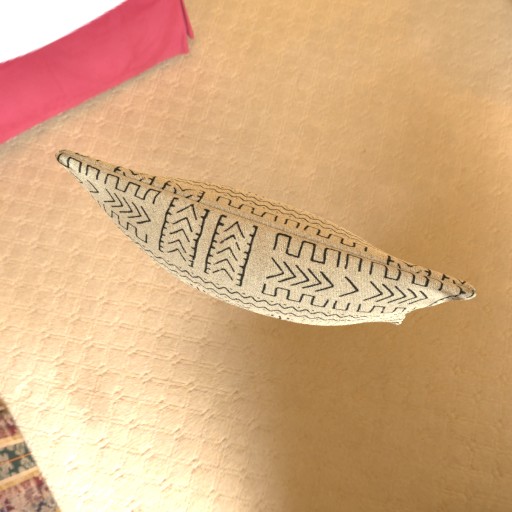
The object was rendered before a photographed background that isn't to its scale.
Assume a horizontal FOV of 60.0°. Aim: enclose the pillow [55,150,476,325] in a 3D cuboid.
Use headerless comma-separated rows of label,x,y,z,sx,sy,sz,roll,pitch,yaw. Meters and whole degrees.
pillow,0.000,0.000,0.785,0.637,0.352,0.188,19,76,5
